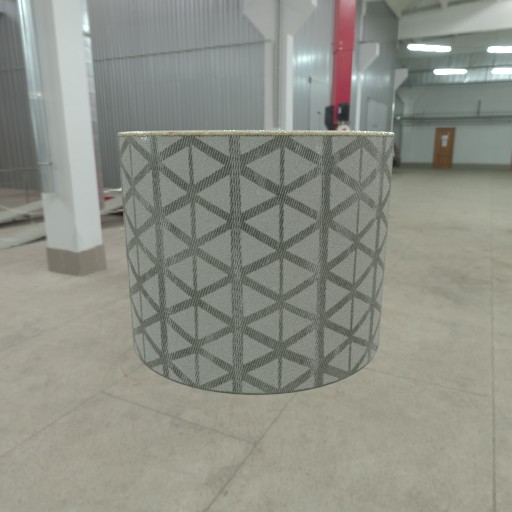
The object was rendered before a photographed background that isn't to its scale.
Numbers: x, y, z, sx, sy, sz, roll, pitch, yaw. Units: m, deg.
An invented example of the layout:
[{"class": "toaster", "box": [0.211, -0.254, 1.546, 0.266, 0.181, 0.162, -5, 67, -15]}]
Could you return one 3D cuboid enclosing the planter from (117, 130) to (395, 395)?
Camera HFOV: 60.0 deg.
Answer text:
[{"class": "planter", "box": [0.000, 0.000, 0.447, 0.250, 0.239, 0.250, 0, 15, 0]}]
